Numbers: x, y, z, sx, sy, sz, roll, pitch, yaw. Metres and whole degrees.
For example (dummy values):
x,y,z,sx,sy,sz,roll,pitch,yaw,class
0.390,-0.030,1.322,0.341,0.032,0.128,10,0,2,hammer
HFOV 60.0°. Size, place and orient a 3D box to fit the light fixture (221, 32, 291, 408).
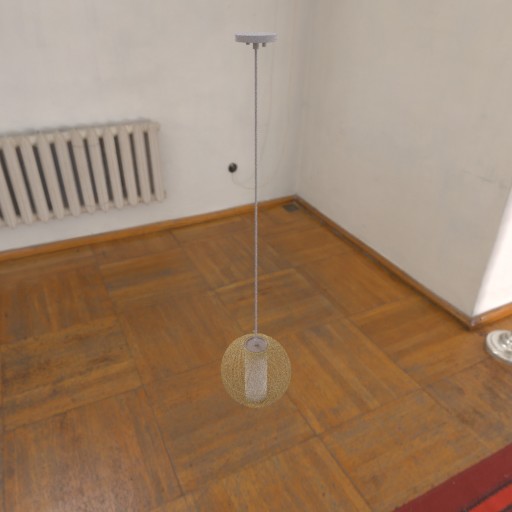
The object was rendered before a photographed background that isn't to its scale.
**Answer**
x,y,z,sx,sy,sz,roll,pitch,yaw,class
0.000,0.000,2.175,0.407,1.955,0.406,10,33,16,light fixture
